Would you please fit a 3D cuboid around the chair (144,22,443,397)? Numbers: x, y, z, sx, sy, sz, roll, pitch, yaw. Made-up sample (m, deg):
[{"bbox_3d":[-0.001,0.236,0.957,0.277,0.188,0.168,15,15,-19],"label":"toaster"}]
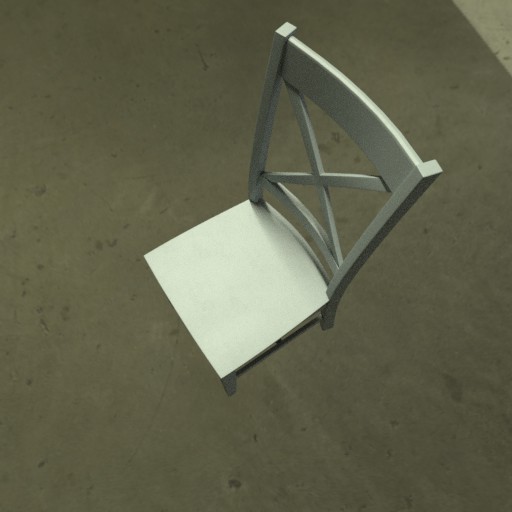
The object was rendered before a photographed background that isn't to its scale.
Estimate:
[{"bbox_3d":[0.000,0.000,1.277,0.542,0.983,0.485,-32,69,-14],"label":"chair"}]
